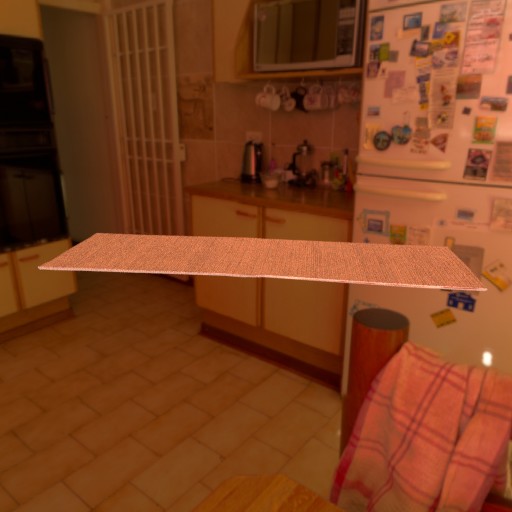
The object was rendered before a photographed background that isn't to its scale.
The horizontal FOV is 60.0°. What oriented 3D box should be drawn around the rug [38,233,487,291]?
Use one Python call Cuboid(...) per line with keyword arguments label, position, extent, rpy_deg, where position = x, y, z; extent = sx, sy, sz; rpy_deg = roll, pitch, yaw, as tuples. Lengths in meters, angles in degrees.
Cuboid(label="rug", position=(0.000, 0.000, 2.575), extent=(2.320, 0.032, 0.692), rpy_deg=(3, 18, 8))
